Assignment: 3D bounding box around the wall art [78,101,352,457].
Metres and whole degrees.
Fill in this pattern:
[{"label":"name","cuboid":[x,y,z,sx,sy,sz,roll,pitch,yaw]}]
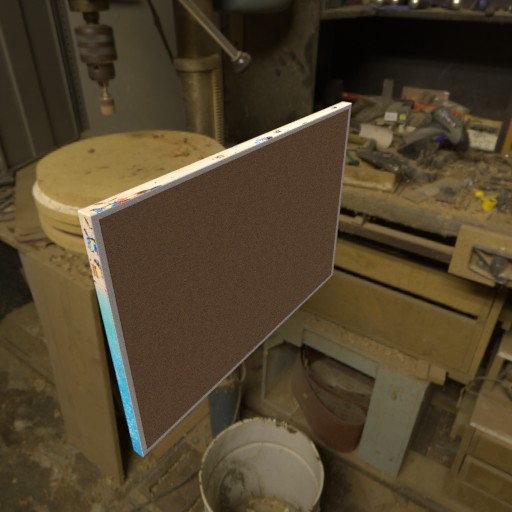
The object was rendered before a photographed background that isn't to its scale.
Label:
[{"label":"wall art","cuboid":[0.000,0.000,1.455,0.040,0.769,1.136,21,38,30]}]
